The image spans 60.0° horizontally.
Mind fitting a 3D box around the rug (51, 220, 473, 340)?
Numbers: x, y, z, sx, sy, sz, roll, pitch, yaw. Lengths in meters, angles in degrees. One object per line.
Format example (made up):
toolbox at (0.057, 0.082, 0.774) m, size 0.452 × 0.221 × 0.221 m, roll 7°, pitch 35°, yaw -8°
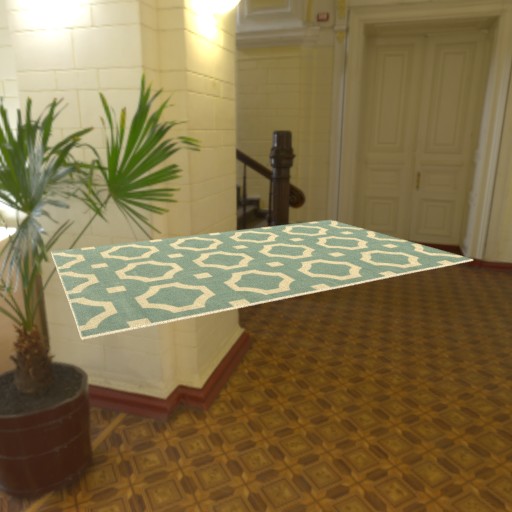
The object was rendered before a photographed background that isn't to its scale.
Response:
rug at (0.000, 0.000, 3.016) m, size 2.443 × 0.015 × 1.528 m, roll -8°, pitch 18°, yaw -27°
